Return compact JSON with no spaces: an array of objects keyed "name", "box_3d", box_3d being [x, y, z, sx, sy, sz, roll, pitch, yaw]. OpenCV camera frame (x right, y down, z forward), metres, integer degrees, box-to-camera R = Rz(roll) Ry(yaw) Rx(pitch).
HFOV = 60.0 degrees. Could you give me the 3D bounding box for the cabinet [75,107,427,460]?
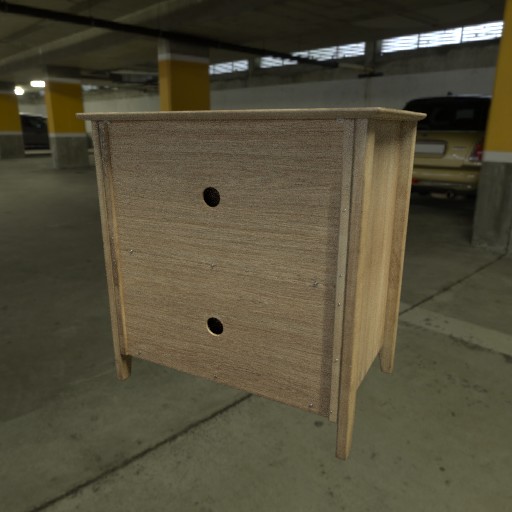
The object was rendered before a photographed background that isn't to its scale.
[{"name":"cabinet","box_3d":[0.000,0.000,1.245,0.763,0.762,0.503,9,18,27]}]
